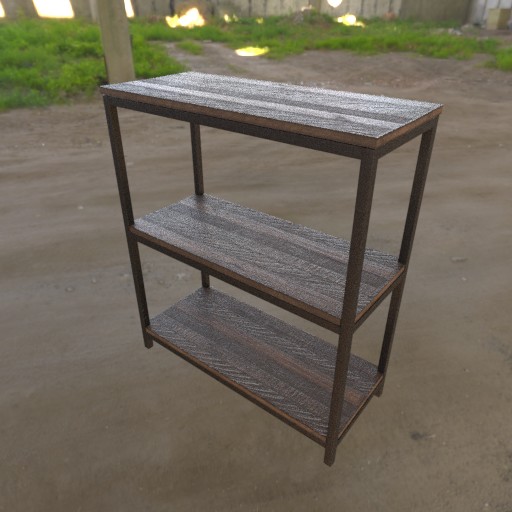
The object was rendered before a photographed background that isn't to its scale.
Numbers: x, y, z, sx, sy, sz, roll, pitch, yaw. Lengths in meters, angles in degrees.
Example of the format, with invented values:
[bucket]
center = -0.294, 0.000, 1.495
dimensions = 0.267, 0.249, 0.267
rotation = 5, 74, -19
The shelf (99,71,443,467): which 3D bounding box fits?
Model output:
[shelf]
center = 0.000, 0.000, 1.362
dimensions = 0.822, 0.947, 0.352
rotation = 22, 37, 32
